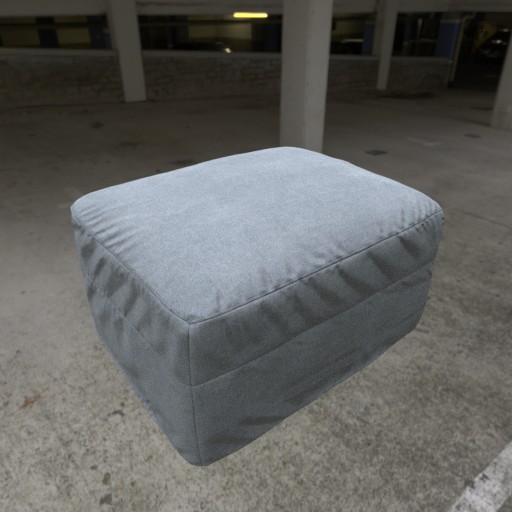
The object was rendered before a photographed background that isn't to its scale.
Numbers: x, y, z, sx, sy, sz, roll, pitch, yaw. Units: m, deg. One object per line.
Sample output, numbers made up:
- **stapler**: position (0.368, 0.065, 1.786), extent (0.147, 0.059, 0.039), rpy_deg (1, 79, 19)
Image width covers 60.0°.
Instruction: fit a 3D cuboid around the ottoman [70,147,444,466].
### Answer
- **ottoman**: position (0.000, 0.000, 1.250), extent (0.837, 0.481, 0.683), rpy_deg (-21, 36, -32)
